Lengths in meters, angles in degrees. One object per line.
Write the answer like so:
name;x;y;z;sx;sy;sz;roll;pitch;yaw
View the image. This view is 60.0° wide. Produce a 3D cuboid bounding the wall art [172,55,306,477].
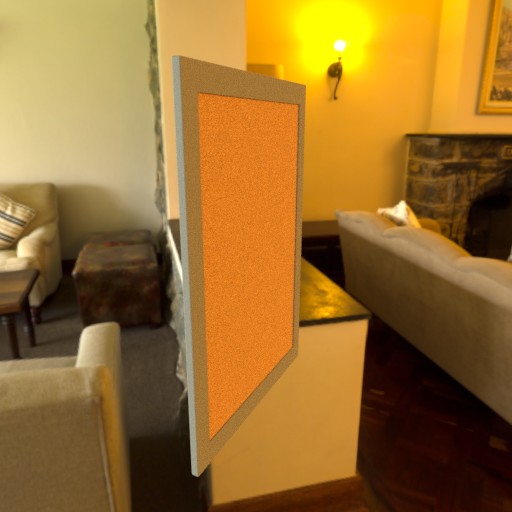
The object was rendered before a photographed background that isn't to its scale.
wall art;0.000;0.000;0.693;0.012;0.529;0.374;8;18;25
